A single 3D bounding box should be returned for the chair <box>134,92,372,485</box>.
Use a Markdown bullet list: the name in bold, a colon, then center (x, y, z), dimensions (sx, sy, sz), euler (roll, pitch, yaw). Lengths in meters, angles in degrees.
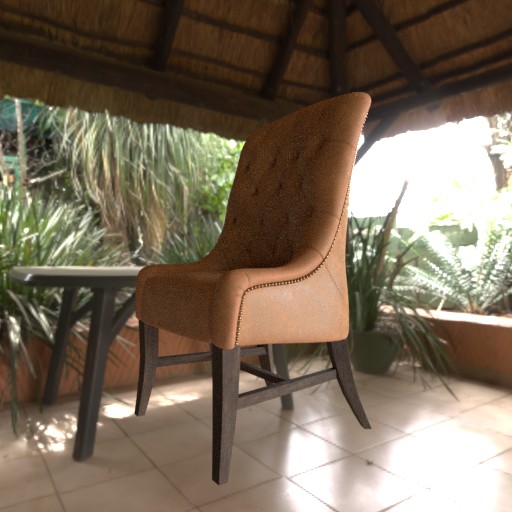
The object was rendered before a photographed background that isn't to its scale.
- **chair**: center (0.000, 0.000, 1.467), dimensions (0.629, 1.091, 0.634), euler (0, 0, -35)
